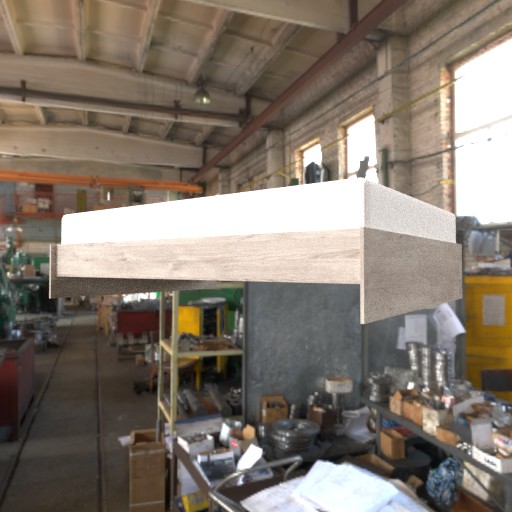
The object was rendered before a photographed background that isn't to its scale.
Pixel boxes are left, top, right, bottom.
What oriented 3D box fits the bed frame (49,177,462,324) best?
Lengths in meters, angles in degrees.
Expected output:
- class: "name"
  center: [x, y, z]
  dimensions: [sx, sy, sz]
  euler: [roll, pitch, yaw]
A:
- class: "bed frame"
  center: [0.000, 0.000, 2.607]
  dimensions: [1.945, 0.497, 1.445]
  euler: [-1, -2, 36]
